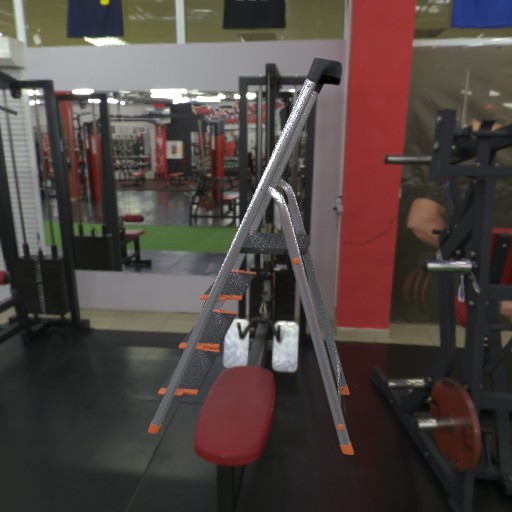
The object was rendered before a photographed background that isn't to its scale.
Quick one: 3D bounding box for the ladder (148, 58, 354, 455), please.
[{"bbox_3d":[0.000,0.000,1.802,0.834,1.429,0.452,2,15,9],"label":"ladder"}]
